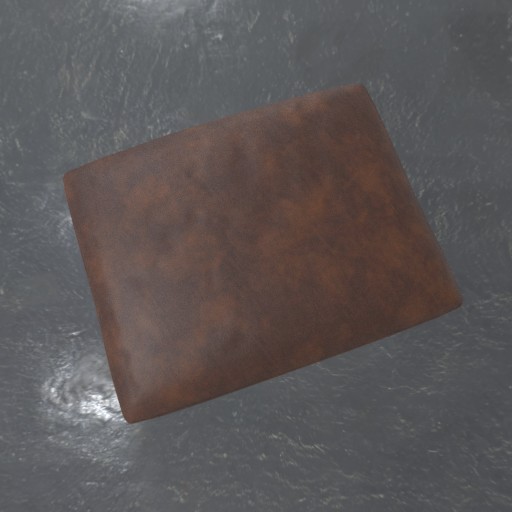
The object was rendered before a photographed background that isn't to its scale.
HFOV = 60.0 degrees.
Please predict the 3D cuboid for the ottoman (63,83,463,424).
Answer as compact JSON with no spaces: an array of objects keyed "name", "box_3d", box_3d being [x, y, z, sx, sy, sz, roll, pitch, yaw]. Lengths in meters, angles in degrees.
[{"name":"ottoman","box_3d":[0.000,0.000,1.123,0.742,0.486,0.586,-18,77,-5]}]
